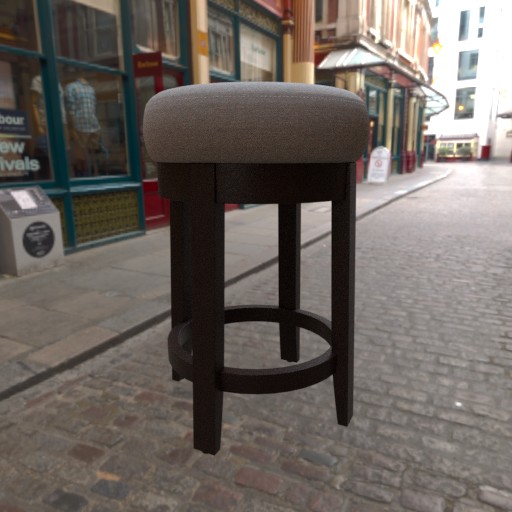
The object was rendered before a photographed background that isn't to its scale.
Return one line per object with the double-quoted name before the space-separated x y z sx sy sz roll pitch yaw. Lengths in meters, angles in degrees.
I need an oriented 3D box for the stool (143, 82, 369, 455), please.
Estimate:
"stool" 0.000 0.000 0.951 0.443 0.672 0.443 0 13 0
